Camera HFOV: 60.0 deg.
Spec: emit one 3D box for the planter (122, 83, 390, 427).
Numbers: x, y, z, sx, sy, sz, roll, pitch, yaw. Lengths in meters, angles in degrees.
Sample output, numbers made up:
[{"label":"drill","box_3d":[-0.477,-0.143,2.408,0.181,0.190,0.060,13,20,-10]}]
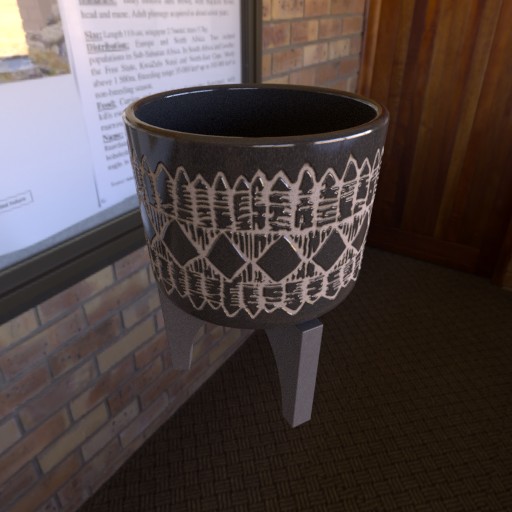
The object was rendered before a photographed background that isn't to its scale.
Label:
[{"label":"planter","box_3d":[0.000,0.000,0.400,0.196,0.264,0.196,1,30,1]}]
